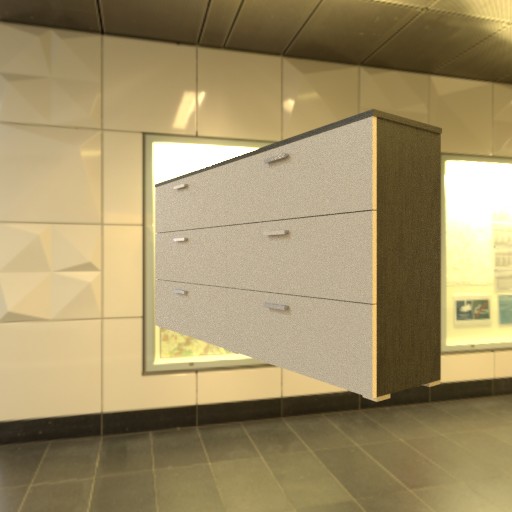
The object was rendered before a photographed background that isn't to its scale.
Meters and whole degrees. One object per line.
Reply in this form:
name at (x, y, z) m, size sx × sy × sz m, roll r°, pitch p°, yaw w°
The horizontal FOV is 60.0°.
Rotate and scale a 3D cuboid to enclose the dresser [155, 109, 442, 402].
dresser at (0.000, 0.000, 1.904) m, size 0.333 × 0.790 × 1.535 m, roll 0°, pitch 0°, yaw -35°
